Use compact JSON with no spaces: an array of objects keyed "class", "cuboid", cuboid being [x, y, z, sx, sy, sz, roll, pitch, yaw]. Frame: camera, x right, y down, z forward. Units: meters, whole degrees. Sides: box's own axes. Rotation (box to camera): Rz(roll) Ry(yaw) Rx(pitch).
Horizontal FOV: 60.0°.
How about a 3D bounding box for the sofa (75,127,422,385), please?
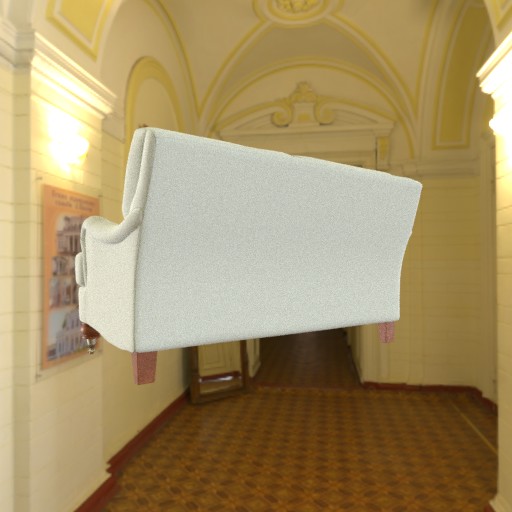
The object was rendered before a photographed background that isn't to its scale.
[{"class":"sofa","cuboid":[0.000,0.000,2.624,1.853,1.101,1.084,1,-1,-37]}]
